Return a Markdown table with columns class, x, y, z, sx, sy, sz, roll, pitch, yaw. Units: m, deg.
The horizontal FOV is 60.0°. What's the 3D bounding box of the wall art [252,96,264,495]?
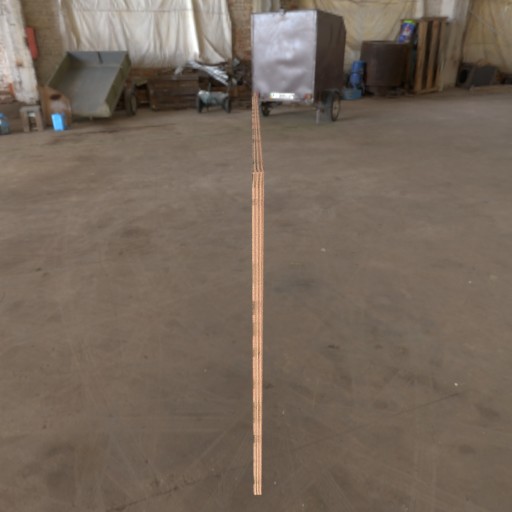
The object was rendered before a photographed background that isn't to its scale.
| class | x | y | z | sx | sy | sz | roll | pitch | yaw |
| --- | --- | --- | --- | --- | --- | --- | --- | --- | --- |
| wall art | 0.000 | 0.000 | 0.685 | 0.010 | 0.408 | 0.508 | 0 | 26 | 0 |
